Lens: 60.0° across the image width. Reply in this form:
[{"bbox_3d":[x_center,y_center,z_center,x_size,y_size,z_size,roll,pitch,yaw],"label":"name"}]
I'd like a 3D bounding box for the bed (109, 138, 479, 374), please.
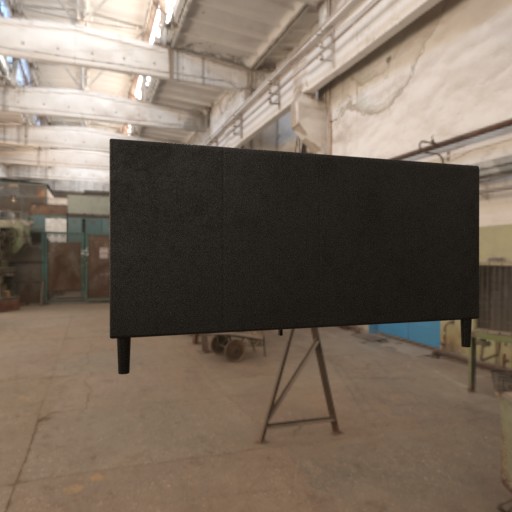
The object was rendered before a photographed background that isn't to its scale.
[{"bbox_3d":[0.000,0.000,3.263,2.018,1.046,2.152,0,0,-18],"label":"bed"}]
